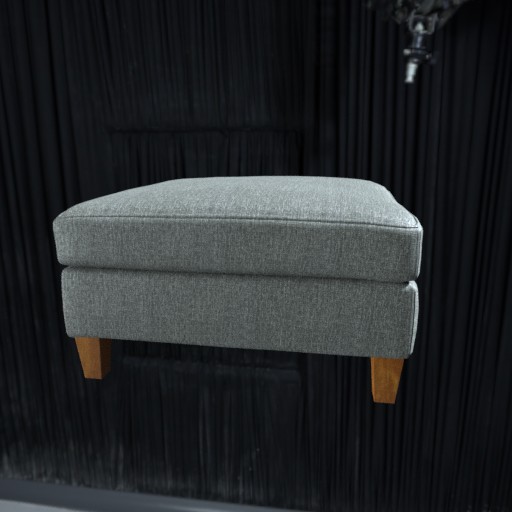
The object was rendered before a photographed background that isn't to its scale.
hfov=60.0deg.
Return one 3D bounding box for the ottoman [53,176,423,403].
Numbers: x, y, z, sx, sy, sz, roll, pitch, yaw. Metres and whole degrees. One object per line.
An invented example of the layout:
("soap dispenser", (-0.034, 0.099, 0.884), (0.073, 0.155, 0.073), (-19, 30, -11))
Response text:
("ottoman", (0.000, 0.000, 1.379), (0.838, 0.481, 0.838), (2, 14, 8))
